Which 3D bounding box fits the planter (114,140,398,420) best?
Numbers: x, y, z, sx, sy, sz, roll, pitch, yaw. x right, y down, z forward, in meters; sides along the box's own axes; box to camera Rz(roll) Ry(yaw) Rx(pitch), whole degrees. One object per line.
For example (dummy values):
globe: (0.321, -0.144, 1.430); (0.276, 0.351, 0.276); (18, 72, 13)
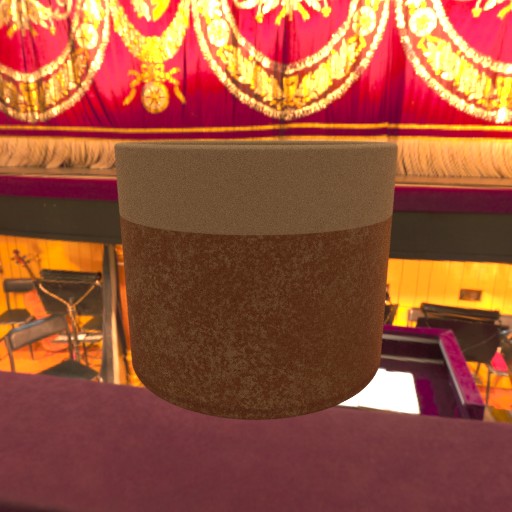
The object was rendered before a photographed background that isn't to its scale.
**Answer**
planter: (0.000, 0.000, 0.277); (0.159, 0.138, 0.159); (0, 15, 0)
